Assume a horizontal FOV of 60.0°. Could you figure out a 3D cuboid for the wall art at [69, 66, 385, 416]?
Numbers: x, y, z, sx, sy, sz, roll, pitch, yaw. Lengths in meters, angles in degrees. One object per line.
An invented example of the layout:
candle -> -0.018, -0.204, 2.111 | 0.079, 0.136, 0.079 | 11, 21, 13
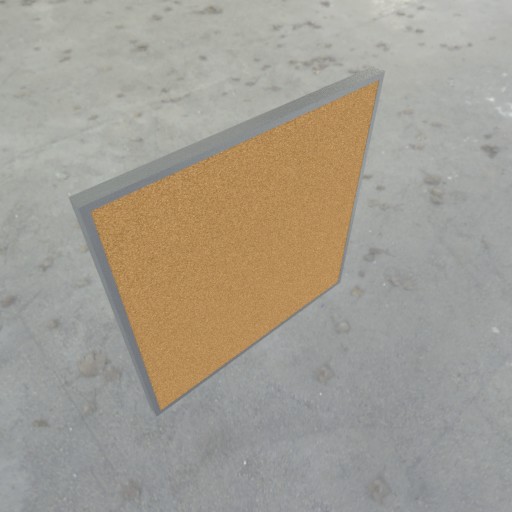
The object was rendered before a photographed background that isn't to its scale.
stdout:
wall art -> 0.000, 0.000, 1.218 | 0.806, 0.806, 0.038 | -32, 54, -27
